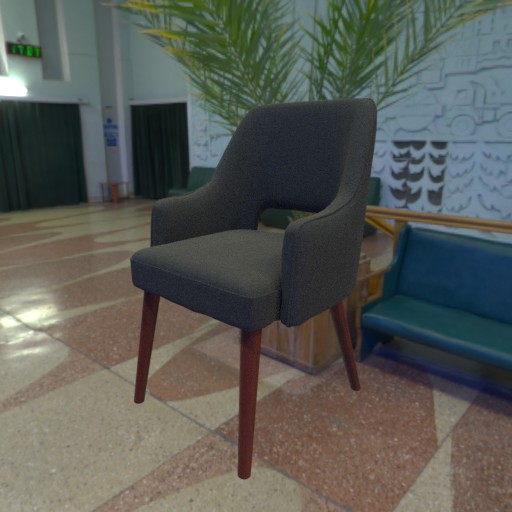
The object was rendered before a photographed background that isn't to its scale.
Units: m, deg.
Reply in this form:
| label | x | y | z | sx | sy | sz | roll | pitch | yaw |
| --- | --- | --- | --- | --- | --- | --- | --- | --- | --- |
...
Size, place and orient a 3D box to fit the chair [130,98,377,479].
| label | x | y | z | sx | sy | sz | roll | pitch | yaw |
| --- | --- | --- | --- | --- | --- | --- | --- | --- | --- |
| chair | 0.000 | 0.000 | 1.216 | 0.559 | 0.838 | 0.560 | 13 | 20 | 41 |
